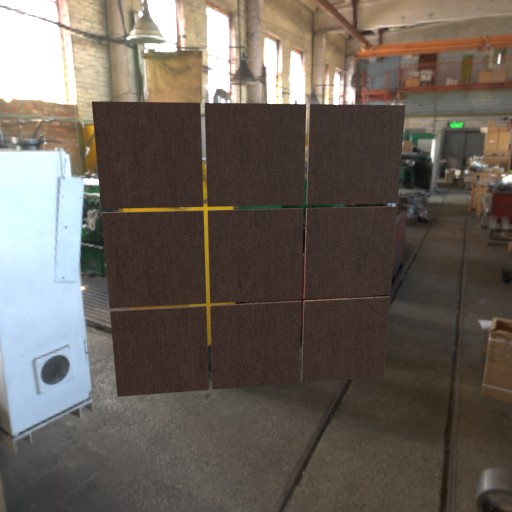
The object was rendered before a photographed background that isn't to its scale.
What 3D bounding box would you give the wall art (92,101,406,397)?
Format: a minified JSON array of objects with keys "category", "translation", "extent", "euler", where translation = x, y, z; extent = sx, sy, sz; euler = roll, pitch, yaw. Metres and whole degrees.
[{"category":"wall art","translation":[0.000,0.000,2.335],"extent":[1.527,1.525,0.014],"euler":[-2,15,-8]}]
